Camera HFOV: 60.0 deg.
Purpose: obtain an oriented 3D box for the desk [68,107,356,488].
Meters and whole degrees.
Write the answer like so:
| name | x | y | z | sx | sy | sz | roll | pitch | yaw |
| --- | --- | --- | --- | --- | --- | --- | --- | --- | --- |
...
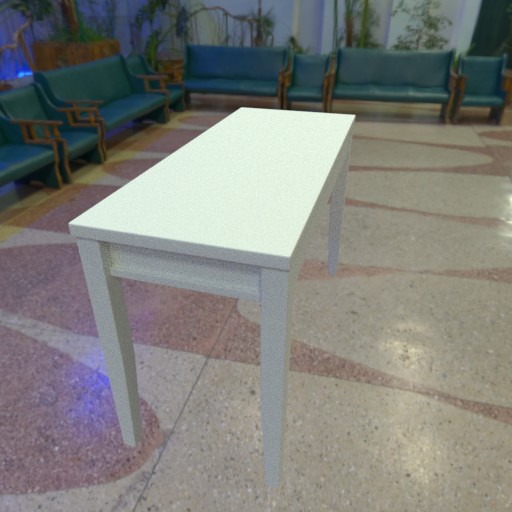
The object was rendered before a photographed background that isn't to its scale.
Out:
| name | x | y | z | sx | sy | sz | roll | pitch | yaw |
| --- | --- | --- | --- | --- | --- | --- | --- | --- | --- |
| desk | 0.000 | 0.000 | 1.621 | 0.508 | 0.775 | 1.220 | 9 | 32 | 14 |
